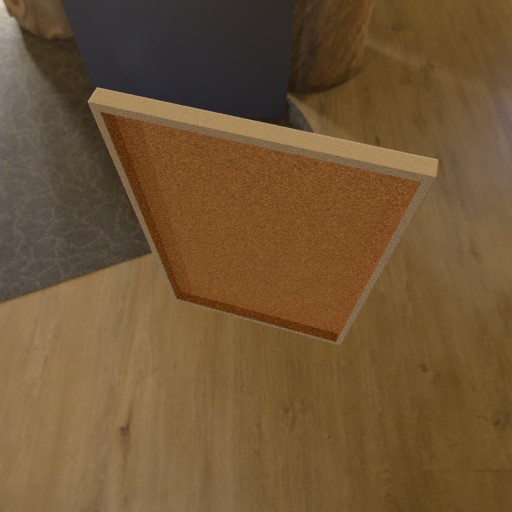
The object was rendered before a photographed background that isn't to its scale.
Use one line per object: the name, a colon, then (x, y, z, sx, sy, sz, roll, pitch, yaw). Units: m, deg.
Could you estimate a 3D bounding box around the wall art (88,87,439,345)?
wall art: (0.000, 0.000, 1.159, 0.610, 0.914, 0.038, 14, 63, 7)
